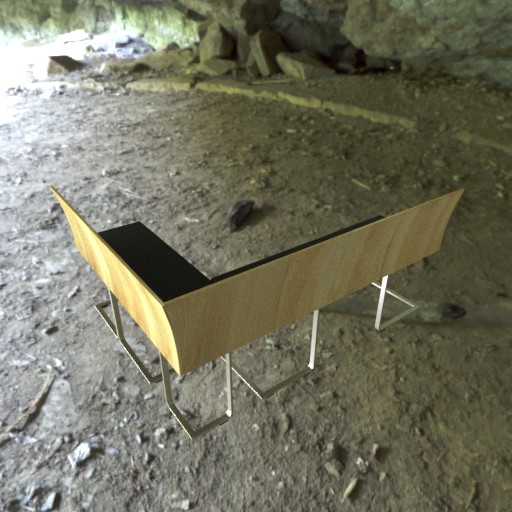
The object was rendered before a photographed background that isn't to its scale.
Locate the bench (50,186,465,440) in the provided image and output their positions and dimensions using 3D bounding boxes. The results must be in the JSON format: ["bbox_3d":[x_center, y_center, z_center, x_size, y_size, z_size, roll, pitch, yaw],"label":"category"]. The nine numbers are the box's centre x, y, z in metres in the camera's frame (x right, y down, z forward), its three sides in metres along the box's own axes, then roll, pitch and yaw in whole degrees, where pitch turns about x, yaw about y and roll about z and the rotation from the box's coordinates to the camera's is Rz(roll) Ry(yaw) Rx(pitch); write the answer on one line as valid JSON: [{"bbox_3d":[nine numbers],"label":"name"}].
[{"bbox_3d":[0.000,0.000,2.844,1.945,0.930,1.495,-20,35,-31],"label":"bench"}]
